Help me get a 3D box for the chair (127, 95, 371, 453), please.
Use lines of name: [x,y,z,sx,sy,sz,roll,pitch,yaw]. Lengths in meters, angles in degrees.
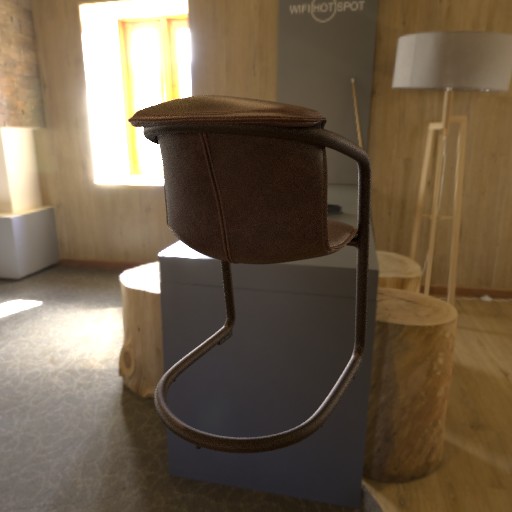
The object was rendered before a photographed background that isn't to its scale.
chair: [0.000,0.000,1.265,0.536,0.836,0.664,8,18,26]
